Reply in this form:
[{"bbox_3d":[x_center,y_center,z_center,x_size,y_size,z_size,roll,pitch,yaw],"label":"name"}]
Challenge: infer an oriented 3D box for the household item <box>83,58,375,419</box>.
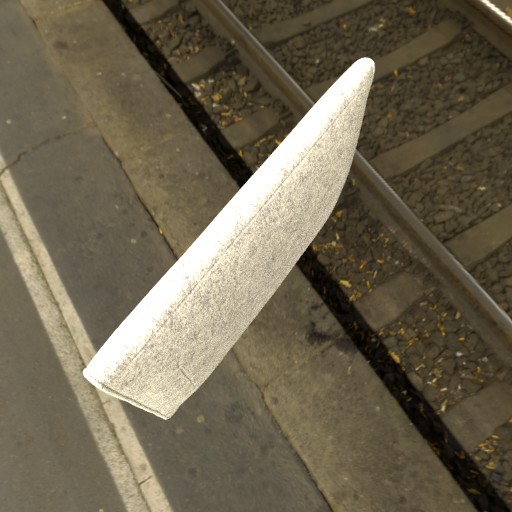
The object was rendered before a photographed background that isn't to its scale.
[{"bbox_3d":[0.000,0.000,0.423,0.057,0.221,0.335,34,70,14],"label":"household item"}]
